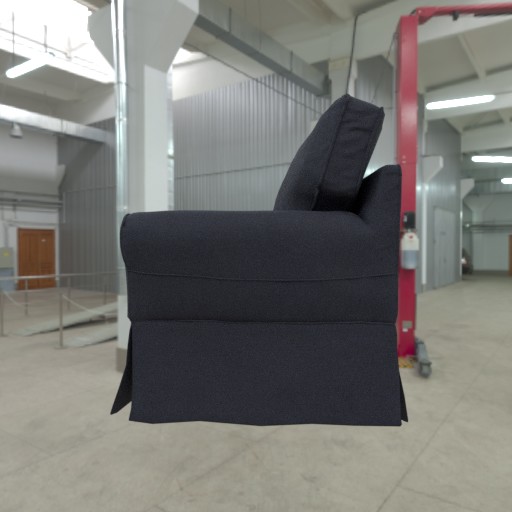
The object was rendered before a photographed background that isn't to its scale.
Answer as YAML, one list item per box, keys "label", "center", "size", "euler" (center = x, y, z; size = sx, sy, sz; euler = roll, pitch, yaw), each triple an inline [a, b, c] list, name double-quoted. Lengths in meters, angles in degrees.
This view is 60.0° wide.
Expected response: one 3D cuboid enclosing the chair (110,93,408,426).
- label: "chair"
  center: [0.000, 0.000, 1.970]
  size: [1.002, 1.140, 1.119]
  euler: [0, 1, 0]
